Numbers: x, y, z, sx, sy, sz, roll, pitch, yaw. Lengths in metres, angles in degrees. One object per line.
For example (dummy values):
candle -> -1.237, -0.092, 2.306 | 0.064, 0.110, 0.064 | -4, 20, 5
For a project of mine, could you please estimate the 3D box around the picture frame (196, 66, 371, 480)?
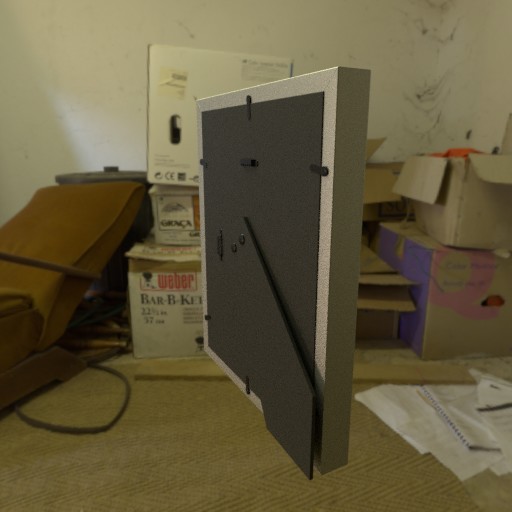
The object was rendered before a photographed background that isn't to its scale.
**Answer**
picture frame -> 0.000, 0.000, 0.396 | 0.036, 0.282, 0.233 | -7, 16, -27
